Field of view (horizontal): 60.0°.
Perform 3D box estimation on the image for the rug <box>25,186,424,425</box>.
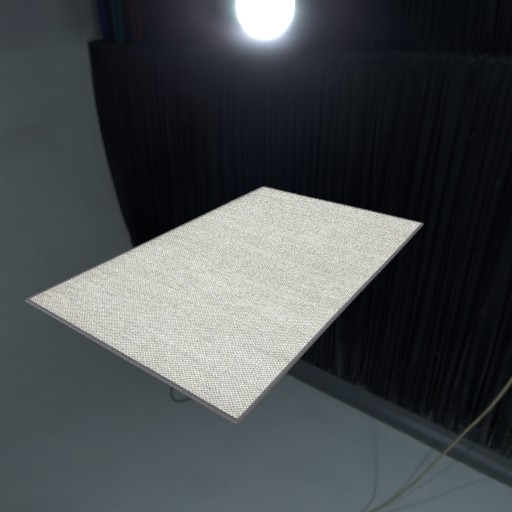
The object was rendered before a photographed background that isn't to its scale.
[{"bbox_3d":[0.000,0.000,2.086,1.067,0.013,1.676,18,33,31],"label":"rug"}]
